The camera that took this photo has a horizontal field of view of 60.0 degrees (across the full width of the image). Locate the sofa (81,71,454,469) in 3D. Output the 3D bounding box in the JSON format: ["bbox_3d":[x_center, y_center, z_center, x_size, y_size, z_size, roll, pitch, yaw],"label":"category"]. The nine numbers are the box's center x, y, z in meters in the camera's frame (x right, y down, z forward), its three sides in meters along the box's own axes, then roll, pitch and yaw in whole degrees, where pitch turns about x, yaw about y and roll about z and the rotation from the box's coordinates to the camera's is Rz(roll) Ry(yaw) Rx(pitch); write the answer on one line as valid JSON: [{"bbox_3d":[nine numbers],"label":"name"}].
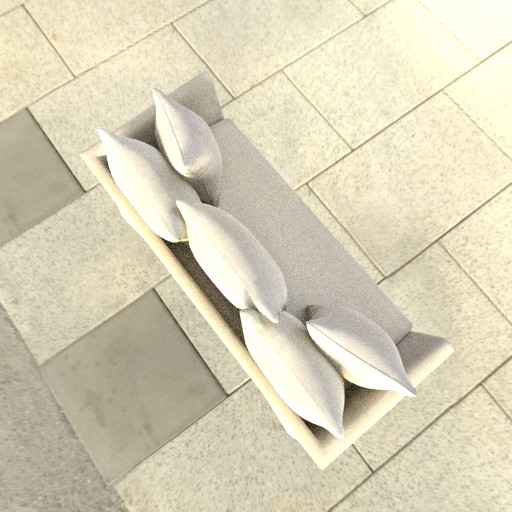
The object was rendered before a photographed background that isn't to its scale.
[{"bbox_3d":[0.000,0.000,2.780,1.031,1.034,2.290,-38,78,-9],"label":"sofa"}]
